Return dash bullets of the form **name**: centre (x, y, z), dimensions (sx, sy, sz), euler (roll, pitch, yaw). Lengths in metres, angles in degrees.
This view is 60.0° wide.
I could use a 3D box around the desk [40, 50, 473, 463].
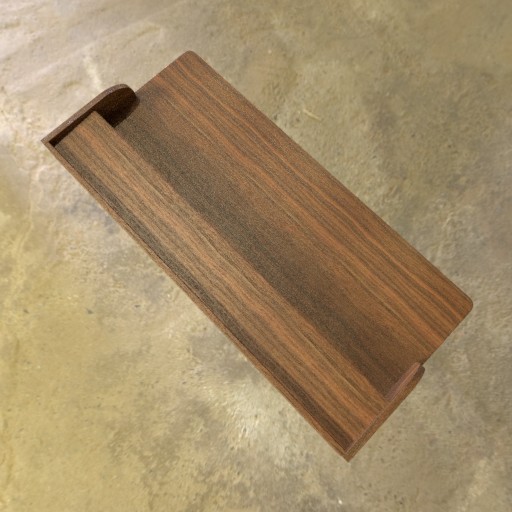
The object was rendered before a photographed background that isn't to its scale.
- **desk**: centre (0.000, 0.000, 1.626), dimensions (0.565, 0.854, 1.200), euler (-44, 79, -10)
